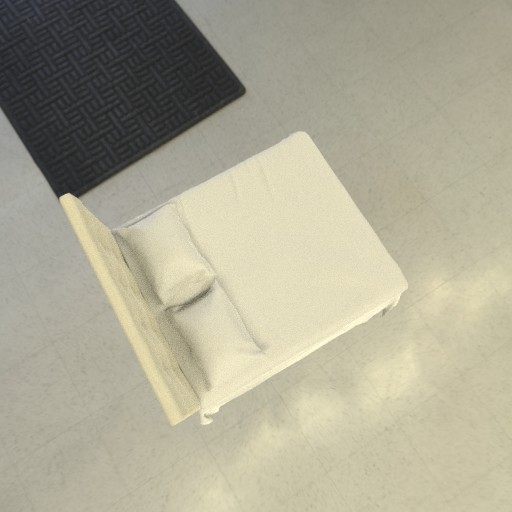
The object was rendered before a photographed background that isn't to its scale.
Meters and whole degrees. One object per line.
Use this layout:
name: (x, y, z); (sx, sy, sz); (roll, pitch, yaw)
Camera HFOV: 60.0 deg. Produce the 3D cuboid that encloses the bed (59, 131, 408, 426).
bed: (0.000, 0.000, 3.589); (2.222, 1.577, 1.936); (-29, 77, -7)
